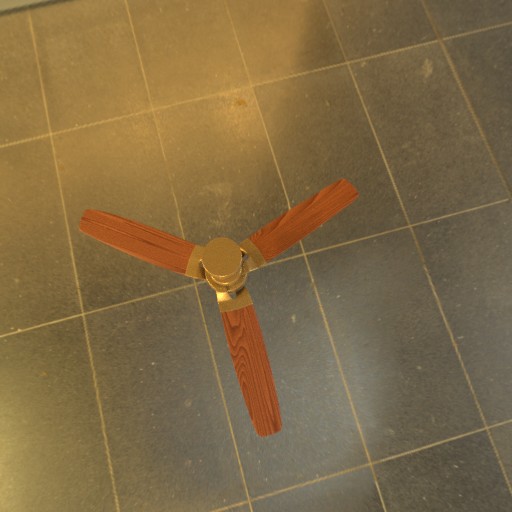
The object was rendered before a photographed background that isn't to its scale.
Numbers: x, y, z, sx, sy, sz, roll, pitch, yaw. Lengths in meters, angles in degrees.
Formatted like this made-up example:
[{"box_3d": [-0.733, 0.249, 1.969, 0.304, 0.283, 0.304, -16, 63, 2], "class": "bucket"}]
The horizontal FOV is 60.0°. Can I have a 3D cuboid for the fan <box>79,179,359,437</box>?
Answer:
[{"box_3d": [0.000, 0.000, 2.102, 1.271, 0.425, 1.416, -34, 78, -8], "class": "fan"}]
